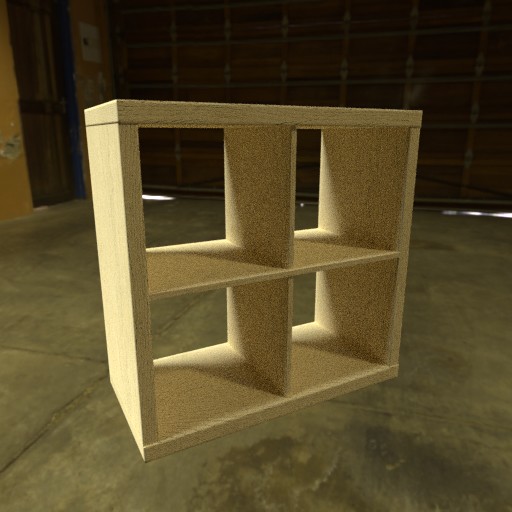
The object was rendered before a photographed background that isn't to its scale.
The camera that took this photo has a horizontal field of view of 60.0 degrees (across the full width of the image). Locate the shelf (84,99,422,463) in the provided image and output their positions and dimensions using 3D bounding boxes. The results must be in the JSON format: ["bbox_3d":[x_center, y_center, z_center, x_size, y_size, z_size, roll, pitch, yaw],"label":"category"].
[{"bbox_3d":[0.000,0.000,1.257,0.790,0.786,0.390,-8,17,-28],"label":"shelf"}]
